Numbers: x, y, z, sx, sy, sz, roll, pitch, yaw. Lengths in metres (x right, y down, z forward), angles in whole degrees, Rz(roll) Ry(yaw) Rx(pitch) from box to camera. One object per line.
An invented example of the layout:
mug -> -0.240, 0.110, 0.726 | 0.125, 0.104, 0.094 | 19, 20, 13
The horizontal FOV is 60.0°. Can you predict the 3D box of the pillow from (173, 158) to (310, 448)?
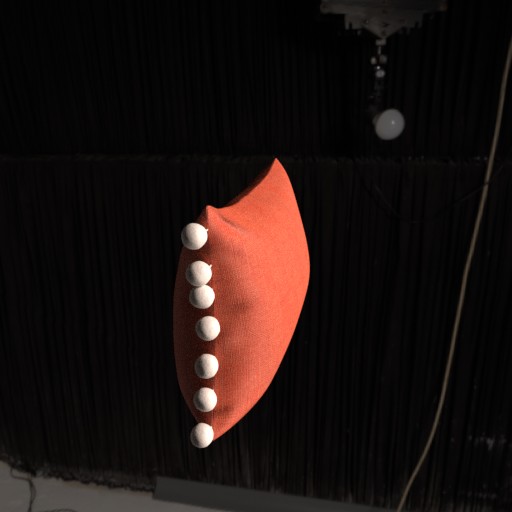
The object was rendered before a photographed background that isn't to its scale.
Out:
pillow -> 0.000, 0.000, 0.835 | 0.201, 0.322, 0.709 | 3, 16, 9
